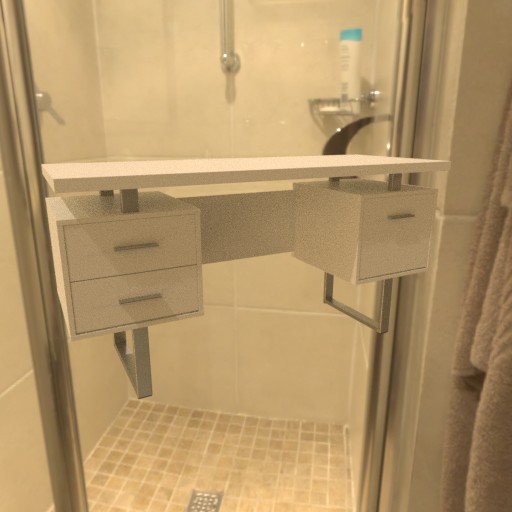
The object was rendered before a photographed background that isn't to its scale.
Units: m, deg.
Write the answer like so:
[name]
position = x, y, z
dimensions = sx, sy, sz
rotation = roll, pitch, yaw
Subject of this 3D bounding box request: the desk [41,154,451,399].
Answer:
[desk]
position = 0.000, 0.000, 1.871
dimensions = 1.530, 0.773, 0.603
rotation = -8, 18, -27
